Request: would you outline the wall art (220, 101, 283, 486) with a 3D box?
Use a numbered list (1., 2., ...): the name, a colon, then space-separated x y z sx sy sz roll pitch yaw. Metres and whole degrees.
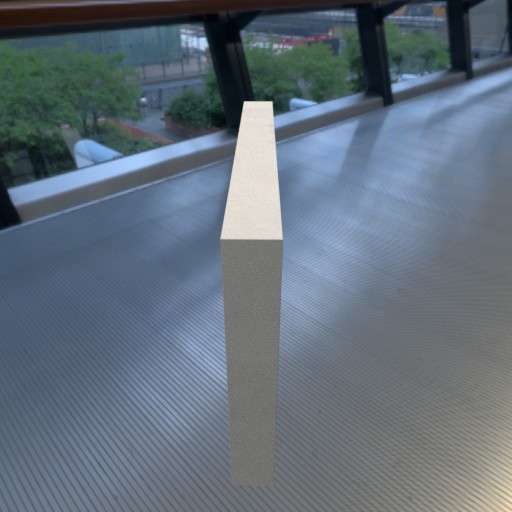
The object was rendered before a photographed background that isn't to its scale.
1. wall art: 0.000 0.000 0.497 0.038 0.254 0.381 0 31 1
